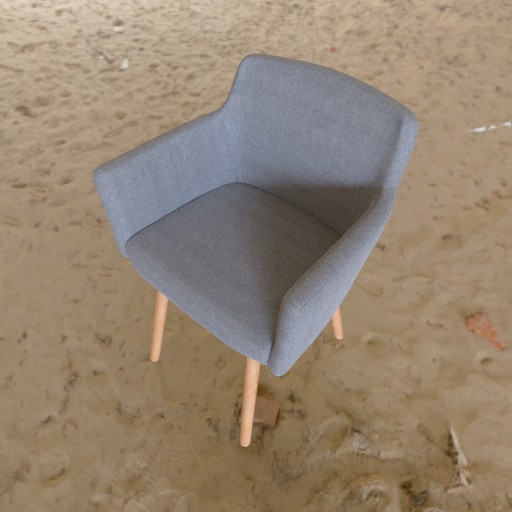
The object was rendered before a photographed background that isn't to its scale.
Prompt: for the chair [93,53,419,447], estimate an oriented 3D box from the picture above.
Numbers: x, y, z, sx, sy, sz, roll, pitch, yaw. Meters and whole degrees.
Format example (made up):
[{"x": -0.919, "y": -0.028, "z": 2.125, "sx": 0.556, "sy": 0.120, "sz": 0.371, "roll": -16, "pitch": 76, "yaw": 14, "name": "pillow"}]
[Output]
[{"x": 0.000, "y": 0.000, "z": 1.114, "sx": 0.570, "sy": 0.780, "sz": 0.540, "roll": 33, "pitch": 55, "yaw": 27, "name": "chair"}]
